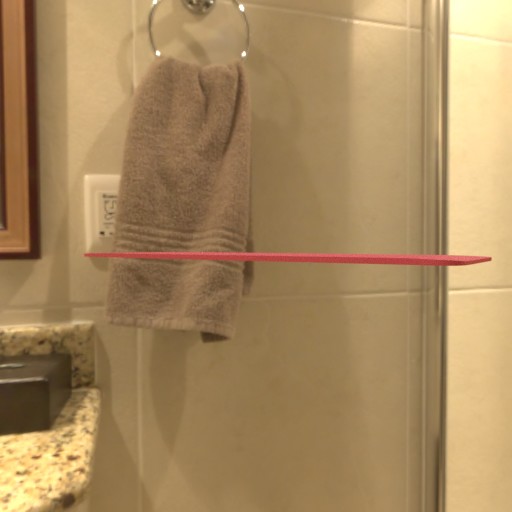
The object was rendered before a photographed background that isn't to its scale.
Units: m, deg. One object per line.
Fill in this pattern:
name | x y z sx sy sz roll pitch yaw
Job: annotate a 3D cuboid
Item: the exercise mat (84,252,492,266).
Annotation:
exercise mat | 0.000 0.000 2.050 1.884 0.021 0.616 1 2 36
